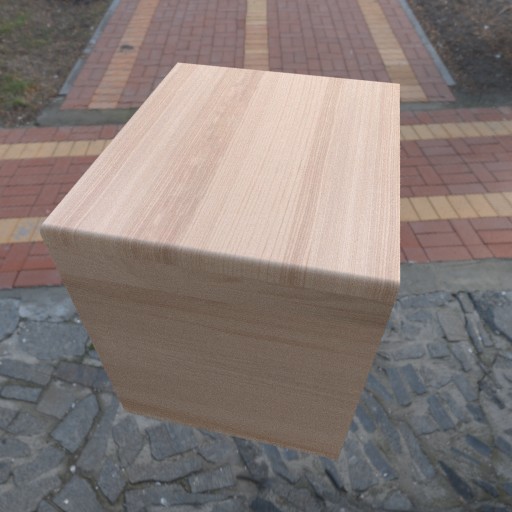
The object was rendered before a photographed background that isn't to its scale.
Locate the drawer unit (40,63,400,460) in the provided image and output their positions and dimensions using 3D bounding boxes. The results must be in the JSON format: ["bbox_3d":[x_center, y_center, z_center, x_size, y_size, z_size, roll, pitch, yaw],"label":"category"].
[{"bbox_3d":[0.000,0.000,0.582,0.290,0.344,0.344,9,47,9],"label":"drawer unit"}]
